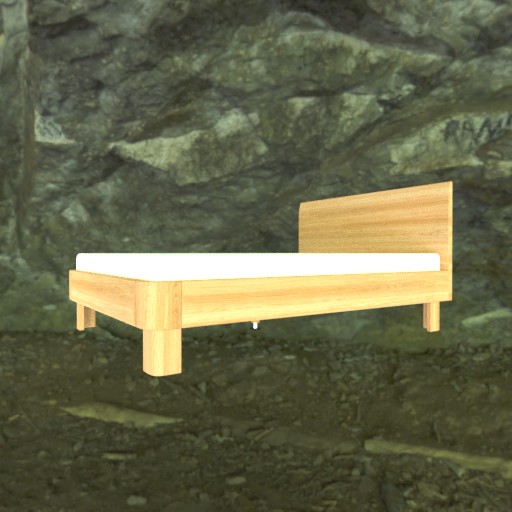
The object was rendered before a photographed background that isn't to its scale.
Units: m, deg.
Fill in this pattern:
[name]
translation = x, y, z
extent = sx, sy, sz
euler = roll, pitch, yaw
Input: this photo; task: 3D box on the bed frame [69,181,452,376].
[bed frame]
translation = 0.000, 0.000, 2.846
extent = 1.992, 0.940, 1.472
euler = 0, 1, -34
